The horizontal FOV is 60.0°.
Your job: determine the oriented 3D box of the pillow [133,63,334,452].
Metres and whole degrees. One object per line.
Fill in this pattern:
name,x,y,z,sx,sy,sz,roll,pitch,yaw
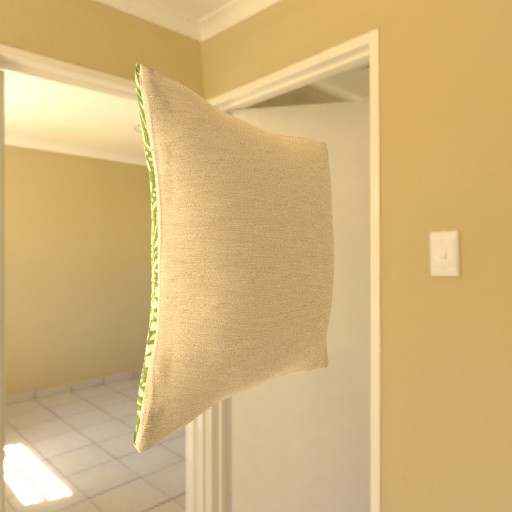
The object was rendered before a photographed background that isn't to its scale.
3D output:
pillow,0.000,0.000,0.650,0.162,0.419,0.440,0,1,36
